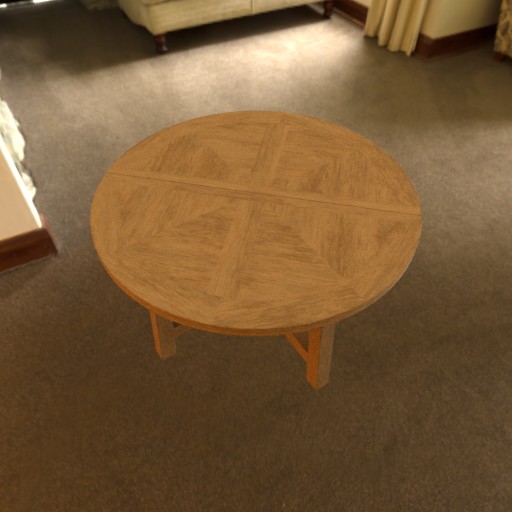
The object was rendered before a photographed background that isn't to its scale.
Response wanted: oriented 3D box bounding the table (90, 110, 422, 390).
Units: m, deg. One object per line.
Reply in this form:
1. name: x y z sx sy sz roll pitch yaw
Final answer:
1. table: 0.000 0.000 2.096 1.319 0.762 1.319 0 47 0
